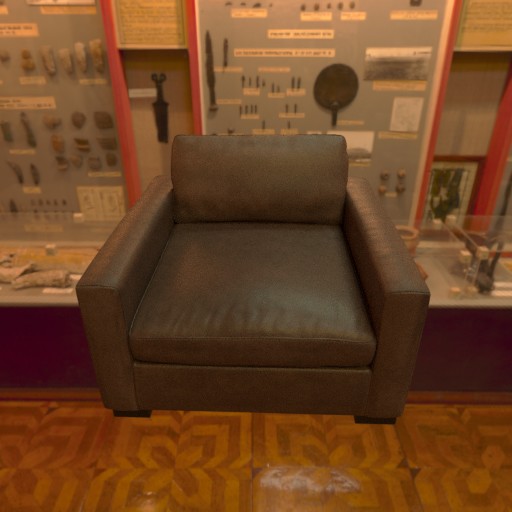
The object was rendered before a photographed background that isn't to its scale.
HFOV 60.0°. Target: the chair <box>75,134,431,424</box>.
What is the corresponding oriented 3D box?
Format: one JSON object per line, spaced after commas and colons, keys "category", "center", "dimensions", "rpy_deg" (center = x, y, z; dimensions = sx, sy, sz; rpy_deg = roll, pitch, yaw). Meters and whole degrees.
{"category": "chair", "center": [0.000, 0.000, 1.820], "dimensions": [1.100, 0.812, 1.069], "rpy_deg": [1, 29, 2]}
